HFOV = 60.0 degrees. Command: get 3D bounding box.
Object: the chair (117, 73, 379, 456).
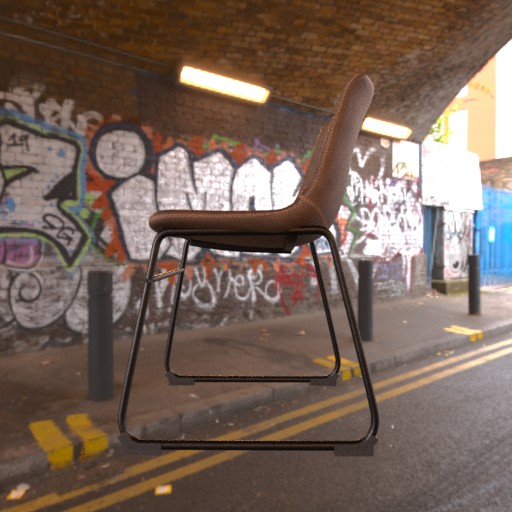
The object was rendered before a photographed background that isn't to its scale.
[{"bbox_3d":[0.000,0.000,1.097,0.551,0.780,0.460,0,1,1],"label":"chair"}]
